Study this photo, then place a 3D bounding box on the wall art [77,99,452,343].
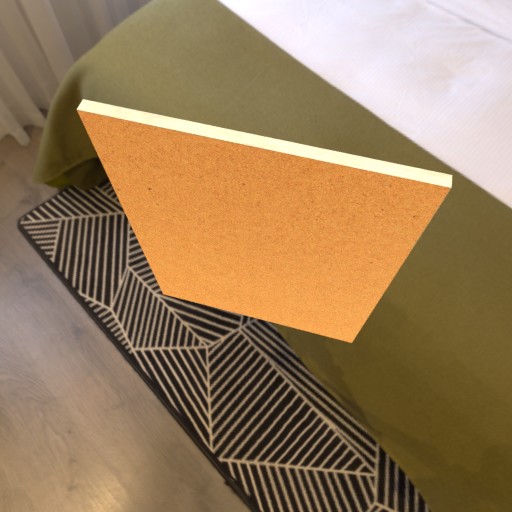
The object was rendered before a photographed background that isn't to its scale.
[{"bbox_3d":[0.000,0.000,0.825,0.481,0.613,0.020,14,63,7],"label":"wall art"}]
